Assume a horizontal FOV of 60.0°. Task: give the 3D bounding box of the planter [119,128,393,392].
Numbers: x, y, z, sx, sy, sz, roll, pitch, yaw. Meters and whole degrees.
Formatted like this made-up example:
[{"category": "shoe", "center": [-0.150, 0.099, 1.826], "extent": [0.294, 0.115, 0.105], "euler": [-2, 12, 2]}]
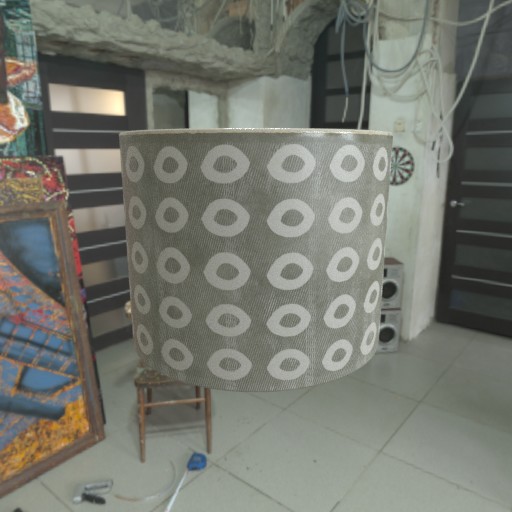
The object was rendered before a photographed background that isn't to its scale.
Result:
[{"category": "planter", "center": [0.000, 0.000, 0.450], "extent": [0.250, 0.239, 0.250], "euler": [0, 14, 0]}]
